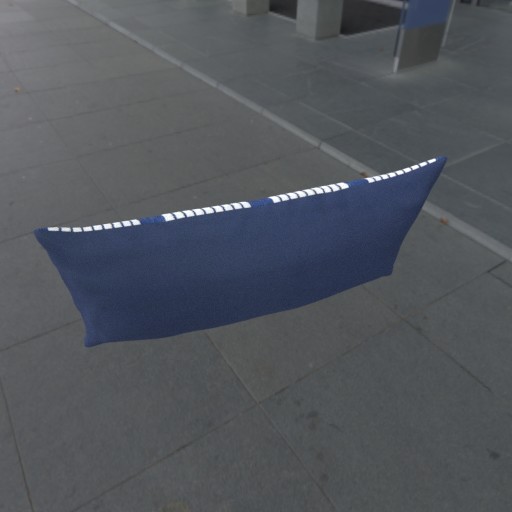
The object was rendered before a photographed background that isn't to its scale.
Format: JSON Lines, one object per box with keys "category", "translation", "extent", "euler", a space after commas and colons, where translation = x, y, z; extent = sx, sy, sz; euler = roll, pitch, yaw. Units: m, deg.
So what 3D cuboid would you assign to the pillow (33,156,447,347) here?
{"category": "pillow", "translation": [0.000, 0.000, 0.733], "extent": [0.608, 0.292, 0.156], "euler": [-12, 41, -14]}
